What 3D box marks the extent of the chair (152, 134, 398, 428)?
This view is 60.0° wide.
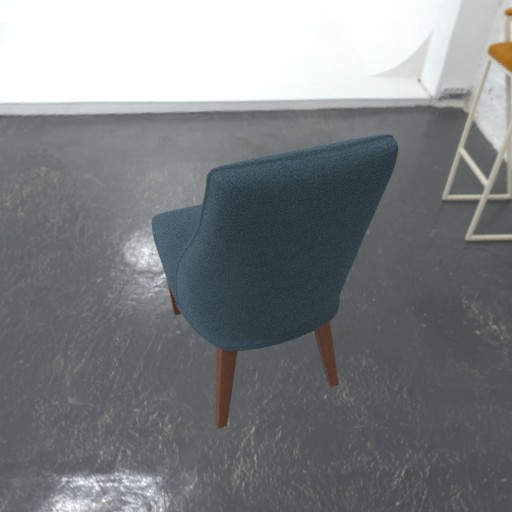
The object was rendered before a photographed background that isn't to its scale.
[{"bbox_3d":[0.000,0.000,1.276,0.500,0.930,0.620,-15,43,-16],"label":"chair"}]
